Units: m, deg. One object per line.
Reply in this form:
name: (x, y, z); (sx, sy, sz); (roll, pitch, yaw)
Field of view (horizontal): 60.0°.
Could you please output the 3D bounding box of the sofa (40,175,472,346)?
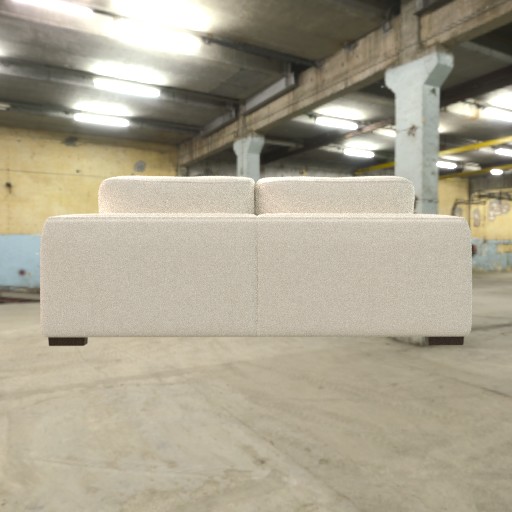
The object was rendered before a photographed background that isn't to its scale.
sofa: (0.000, 0.000, 2.468); (1.920, 0.801, 1.069); (0, 0, -1)
